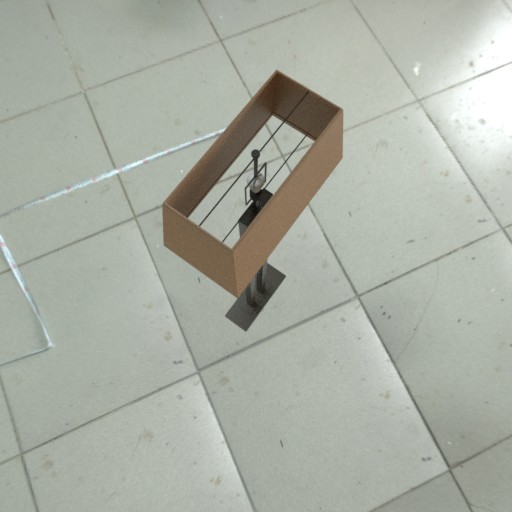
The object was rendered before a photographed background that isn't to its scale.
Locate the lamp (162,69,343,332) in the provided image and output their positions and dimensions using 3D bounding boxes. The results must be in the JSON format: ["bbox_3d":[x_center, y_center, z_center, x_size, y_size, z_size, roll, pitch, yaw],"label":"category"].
[{"bbox_3d":[0.000,0.000,1.630,0.233,1.469,0.475,35,76,10],"label":"lamp"}]
